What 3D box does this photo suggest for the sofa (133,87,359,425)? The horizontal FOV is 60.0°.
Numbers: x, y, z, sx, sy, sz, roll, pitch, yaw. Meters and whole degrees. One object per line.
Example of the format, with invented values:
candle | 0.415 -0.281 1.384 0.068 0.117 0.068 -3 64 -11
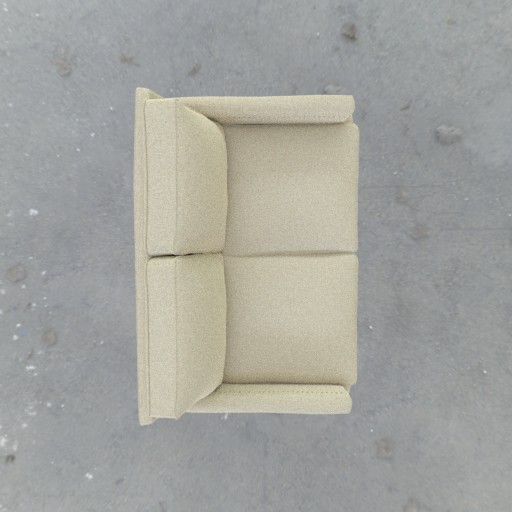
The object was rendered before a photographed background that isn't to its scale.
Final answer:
sofa | 0.000 0.000 2.315 1.084 1.003 1.597 0 92 -1
